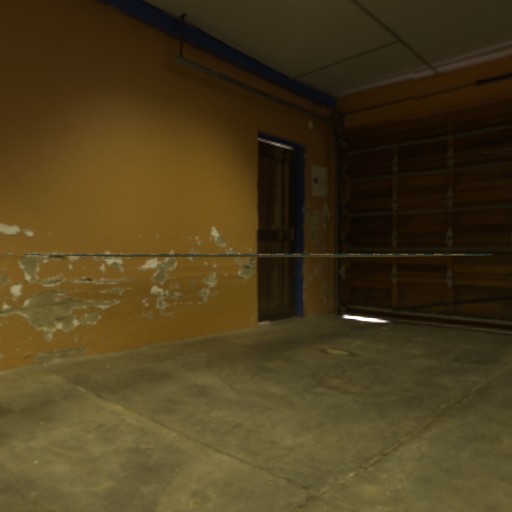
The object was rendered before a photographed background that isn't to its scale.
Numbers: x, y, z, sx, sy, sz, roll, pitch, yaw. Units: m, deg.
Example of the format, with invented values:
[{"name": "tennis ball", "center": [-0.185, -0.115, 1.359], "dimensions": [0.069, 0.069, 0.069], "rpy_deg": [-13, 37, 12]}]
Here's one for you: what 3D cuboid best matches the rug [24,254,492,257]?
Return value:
[{"name": "rug", "center": [0.000, 0.000, 4.041], "dimensions": [3.007, 0.007, 2.435], "rpy_deg": [0, 0, -2]}]
